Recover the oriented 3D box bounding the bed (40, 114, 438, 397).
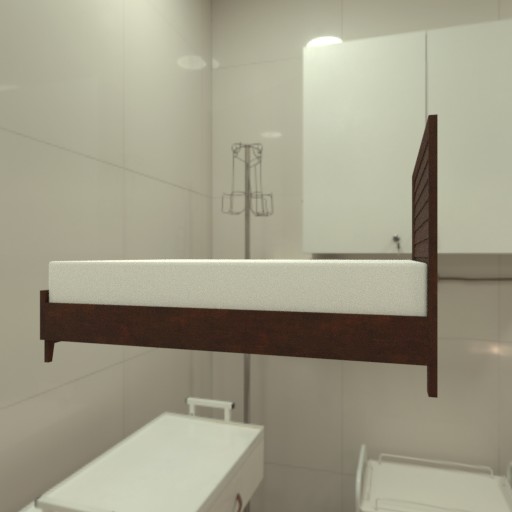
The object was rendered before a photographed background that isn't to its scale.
[{"bbox_3d":[0.000,0.000,3.068,2.184,1.270,1.600,0,0,17],"label":"bed"}]
